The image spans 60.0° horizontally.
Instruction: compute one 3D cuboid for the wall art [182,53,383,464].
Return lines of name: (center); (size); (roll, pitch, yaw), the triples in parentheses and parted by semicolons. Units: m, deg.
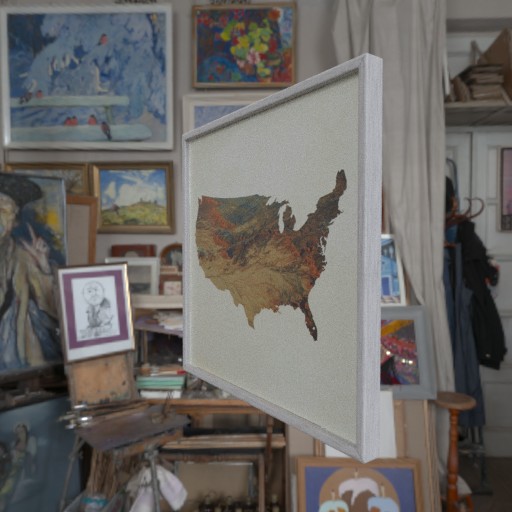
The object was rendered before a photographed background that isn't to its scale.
wall art: (0.000, 0.000, 1.929); (0.078, 1.288, 1.287); (-1, 2, -35)
